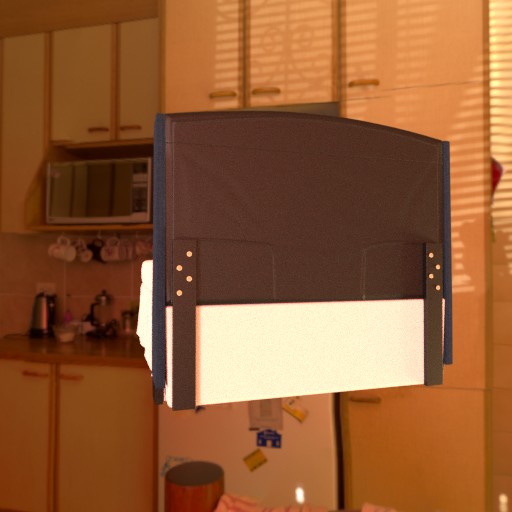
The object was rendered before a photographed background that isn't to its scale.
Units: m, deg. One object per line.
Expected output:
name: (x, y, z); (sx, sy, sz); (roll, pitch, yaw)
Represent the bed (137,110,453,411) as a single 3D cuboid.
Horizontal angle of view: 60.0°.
bed: (0.000, 0.000, 3.230); (1.604, 1.402, 2.223); (0, -1, -17)
